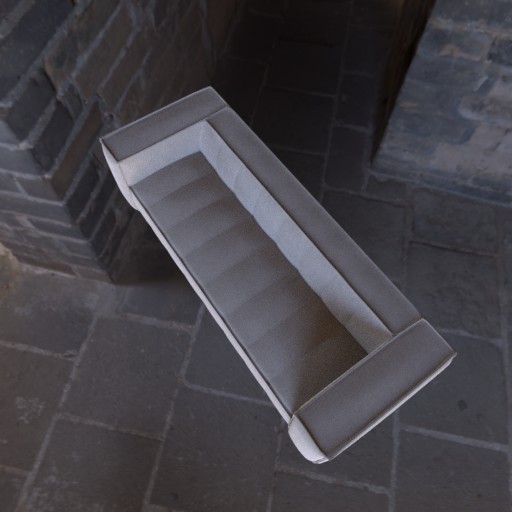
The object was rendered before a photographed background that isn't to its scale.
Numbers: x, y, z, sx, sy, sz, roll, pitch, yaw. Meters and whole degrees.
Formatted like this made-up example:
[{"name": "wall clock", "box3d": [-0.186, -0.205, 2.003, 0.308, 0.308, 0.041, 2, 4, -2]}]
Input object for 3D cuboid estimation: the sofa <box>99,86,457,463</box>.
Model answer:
[{"name": "sofa", "box3d": [0.000, 0.000, 3.190, 1.038, 0.680, 2.697, -32, 67, -15]}]
